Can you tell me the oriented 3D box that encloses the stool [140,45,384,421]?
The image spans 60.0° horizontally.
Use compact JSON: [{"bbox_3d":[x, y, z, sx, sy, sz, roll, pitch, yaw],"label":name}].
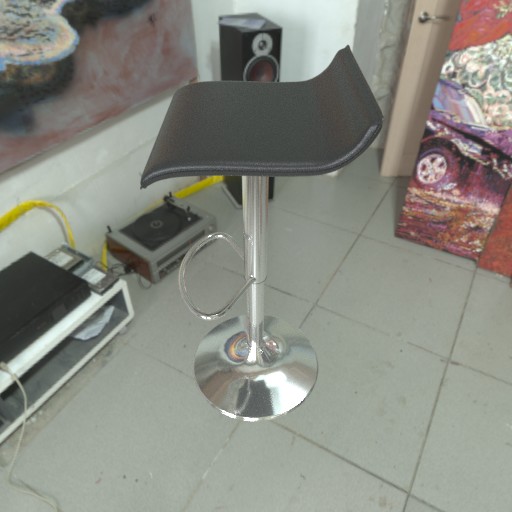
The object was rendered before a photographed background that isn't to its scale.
[{"bbox_3d":[0.000,0.000,1.060,0.381,0.851,0.381,0,41,0],"label":"stool"}]
